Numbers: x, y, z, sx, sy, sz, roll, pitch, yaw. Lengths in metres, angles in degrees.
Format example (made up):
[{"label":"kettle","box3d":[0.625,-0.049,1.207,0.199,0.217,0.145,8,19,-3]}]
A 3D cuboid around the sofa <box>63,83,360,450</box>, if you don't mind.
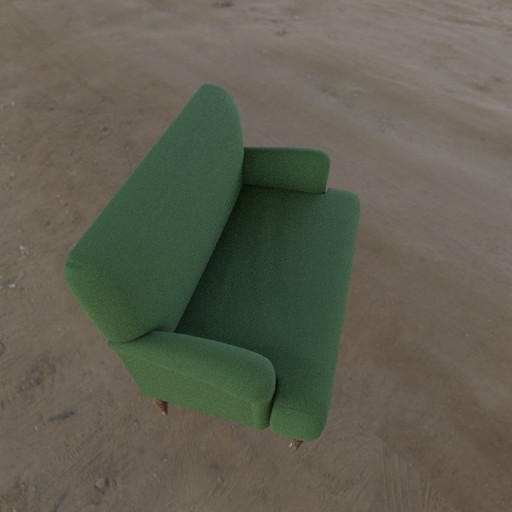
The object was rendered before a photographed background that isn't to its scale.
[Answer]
[{"label":"sofa","box3d":[0.000,0.000,1.808,0.779,0.889,1.297,11,47,10]}]
